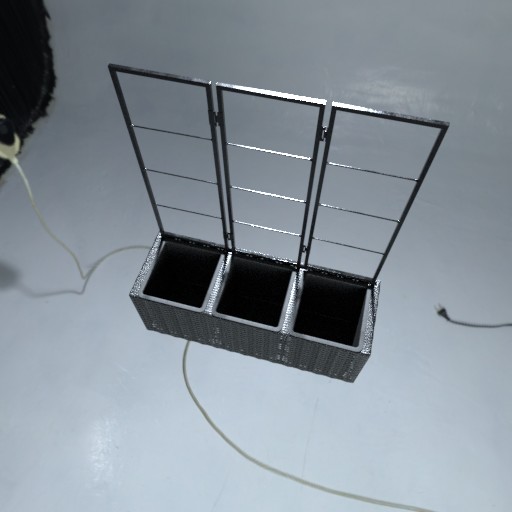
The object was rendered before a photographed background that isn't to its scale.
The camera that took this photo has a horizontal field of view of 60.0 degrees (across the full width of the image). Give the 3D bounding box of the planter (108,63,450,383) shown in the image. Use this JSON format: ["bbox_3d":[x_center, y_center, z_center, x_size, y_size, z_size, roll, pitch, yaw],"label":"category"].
[{"bbox_3d":[0.000,0.000,1.142,0.698,0.841,0.244,13,59,8],"label":"planter"}]
